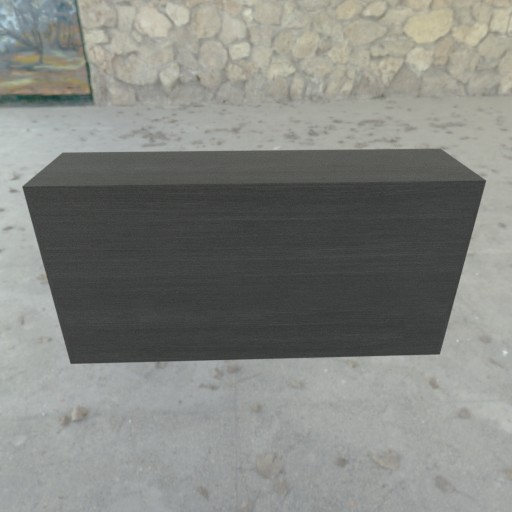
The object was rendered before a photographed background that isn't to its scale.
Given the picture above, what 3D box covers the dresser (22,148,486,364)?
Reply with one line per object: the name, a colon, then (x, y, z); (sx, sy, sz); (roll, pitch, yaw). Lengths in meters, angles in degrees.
dresser: (0.000, 0.000, 1.886); (1.590, 0.795, 0.400); (-1, 29, -2)
